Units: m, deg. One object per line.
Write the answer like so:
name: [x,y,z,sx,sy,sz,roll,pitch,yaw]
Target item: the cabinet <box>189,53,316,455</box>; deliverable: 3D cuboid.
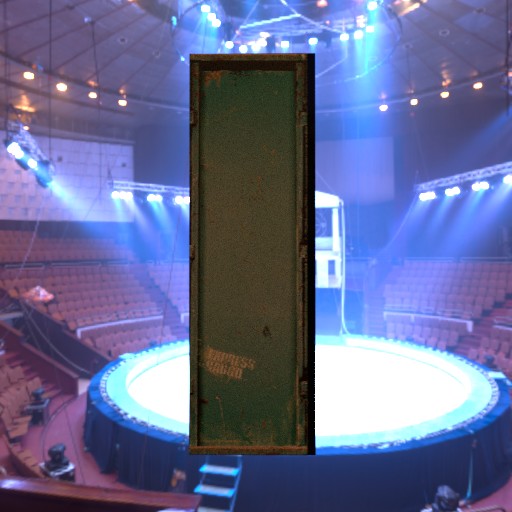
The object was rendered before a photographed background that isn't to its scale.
cabinet: [0.000,0.000,3.882,0.680,2.160,3.001,0,-1,1]
